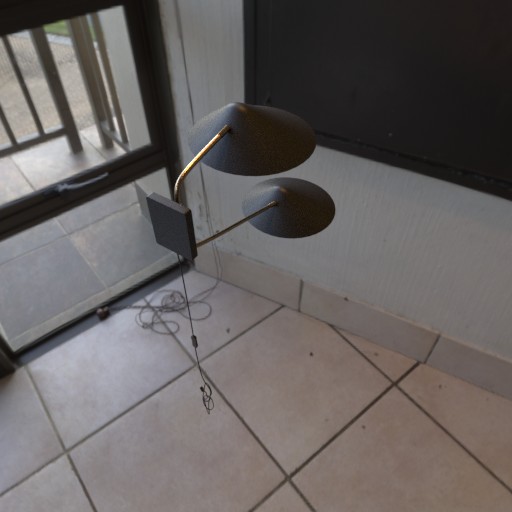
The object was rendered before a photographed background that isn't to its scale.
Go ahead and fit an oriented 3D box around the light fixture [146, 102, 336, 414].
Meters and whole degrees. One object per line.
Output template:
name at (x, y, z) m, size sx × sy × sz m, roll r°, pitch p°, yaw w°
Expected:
light fixture at (0.000, 0.000, 0.850) m, size 0.189 × 0.665 × 0.422 m, roll 26°, pitch 52°, yaw 22°
